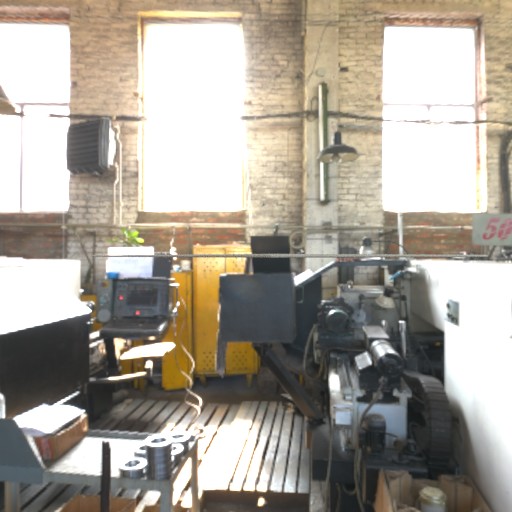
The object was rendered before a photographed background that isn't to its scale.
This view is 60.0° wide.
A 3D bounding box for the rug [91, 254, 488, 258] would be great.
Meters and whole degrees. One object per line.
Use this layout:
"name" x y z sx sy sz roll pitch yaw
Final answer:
"rug" 0.000 0.000 2.944 1.528 0.014 2.294 0 0 -36
